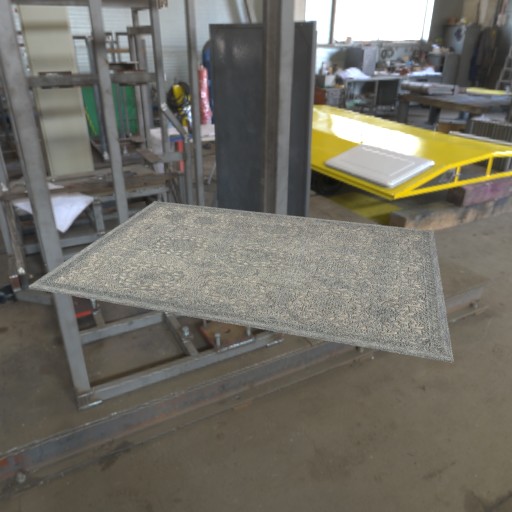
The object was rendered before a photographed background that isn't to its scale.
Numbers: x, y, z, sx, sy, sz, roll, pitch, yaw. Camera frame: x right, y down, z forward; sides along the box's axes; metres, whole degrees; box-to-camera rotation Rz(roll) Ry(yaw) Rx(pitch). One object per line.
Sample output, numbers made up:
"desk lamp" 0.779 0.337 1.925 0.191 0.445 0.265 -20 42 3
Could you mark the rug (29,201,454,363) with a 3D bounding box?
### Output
"rug" 0.000 0.000 2.321 1.819 0.012 1.208 8 28 15
